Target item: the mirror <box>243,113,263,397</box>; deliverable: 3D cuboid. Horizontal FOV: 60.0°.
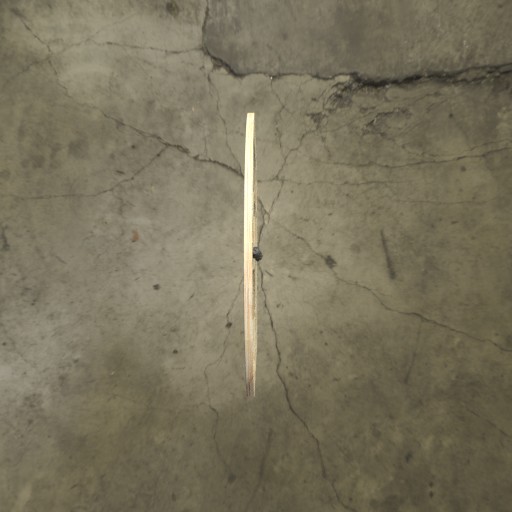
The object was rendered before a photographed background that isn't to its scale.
[{"bbox_3d":[0.000,0.000,1.166,0.032,0.915,0.609,0,89,1],"label":"mirror"}]
